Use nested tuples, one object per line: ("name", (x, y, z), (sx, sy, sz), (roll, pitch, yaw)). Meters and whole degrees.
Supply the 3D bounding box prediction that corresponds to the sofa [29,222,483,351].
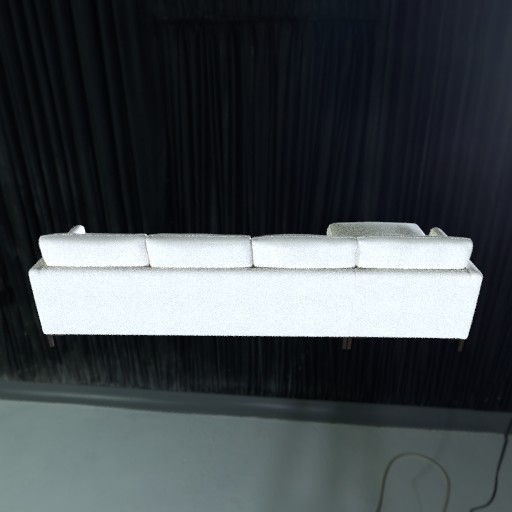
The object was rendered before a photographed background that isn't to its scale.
("sofa", (0.000, 0.000, 3.772), (3.186, 0.875, 1.467), (0, 26, 1))
